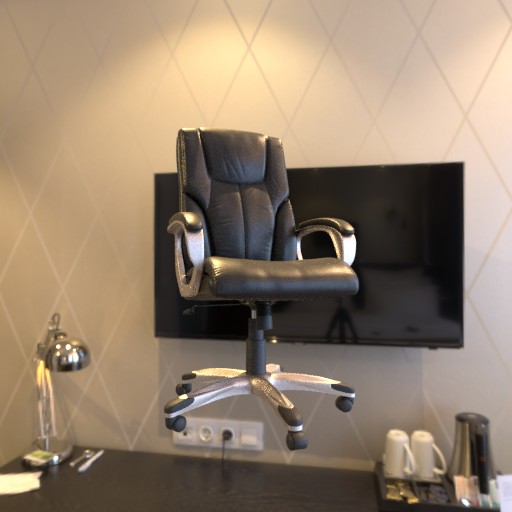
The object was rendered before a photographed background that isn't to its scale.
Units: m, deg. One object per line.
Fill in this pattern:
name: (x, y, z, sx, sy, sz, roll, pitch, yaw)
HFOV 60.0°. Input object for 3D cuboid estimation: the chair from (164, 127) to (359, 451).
chair: (0.000, 0.000, 1.649, 0.700, 1.145, 0.780, 1, -2, -19)
